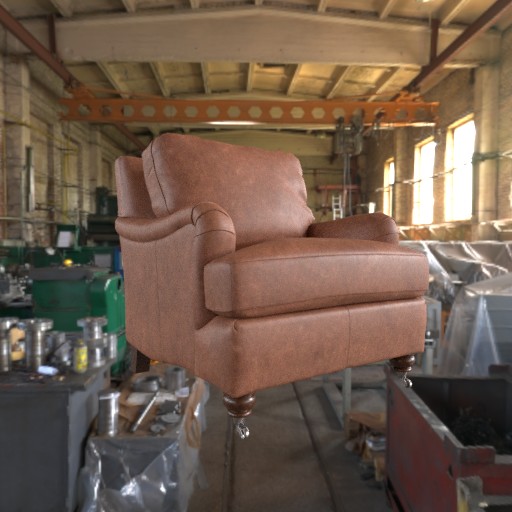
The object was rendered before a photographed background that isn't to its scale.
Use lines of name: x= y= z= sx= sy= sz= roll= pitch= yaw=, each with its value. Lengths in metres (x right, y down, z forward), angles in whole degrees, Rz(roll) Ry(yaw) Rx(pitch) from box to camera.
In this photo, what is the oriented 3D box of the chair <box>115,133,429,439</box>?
chair: x=0.000 y=0.000 z=1.960 sx=0.986 sy=1.055 sz=1.158 roll=-1 pitch=2 yaw=-35
